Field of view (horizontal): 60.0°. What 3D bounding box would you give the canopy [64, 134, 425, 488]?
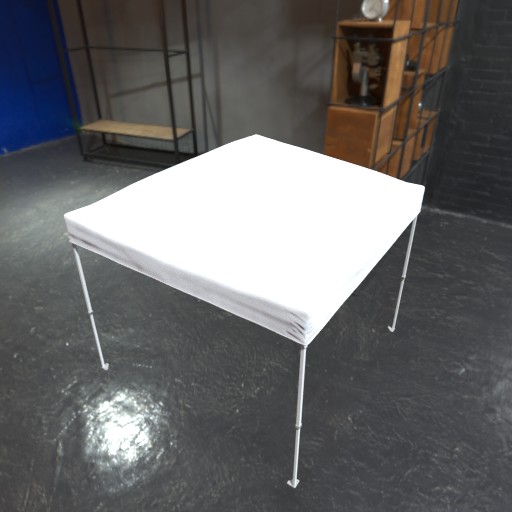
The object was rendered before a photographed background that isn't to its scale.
[{"bbox_3d":[0.000,0.000,5.460,2.996,2.997,2.998,19,36,29],"label":"canopy"}]
